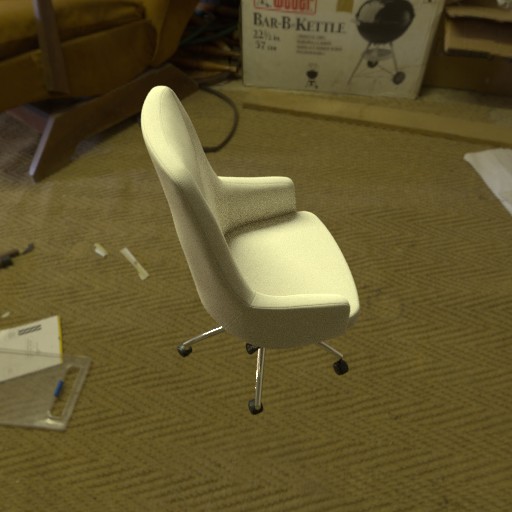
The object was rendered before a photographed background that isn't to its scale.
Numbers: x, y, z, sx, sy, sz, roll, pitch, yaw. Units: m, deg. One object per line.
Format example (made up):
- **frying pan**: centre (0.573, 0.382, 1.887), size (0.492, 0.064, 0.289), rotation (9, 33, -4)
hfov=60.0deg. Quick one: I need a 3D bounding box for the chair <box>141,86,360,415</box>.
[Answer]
- **chair**: centre (0.000, 0.000, 1.451), size (0.640, 1.049, 0.620), rotation (-10, 48, -9)
